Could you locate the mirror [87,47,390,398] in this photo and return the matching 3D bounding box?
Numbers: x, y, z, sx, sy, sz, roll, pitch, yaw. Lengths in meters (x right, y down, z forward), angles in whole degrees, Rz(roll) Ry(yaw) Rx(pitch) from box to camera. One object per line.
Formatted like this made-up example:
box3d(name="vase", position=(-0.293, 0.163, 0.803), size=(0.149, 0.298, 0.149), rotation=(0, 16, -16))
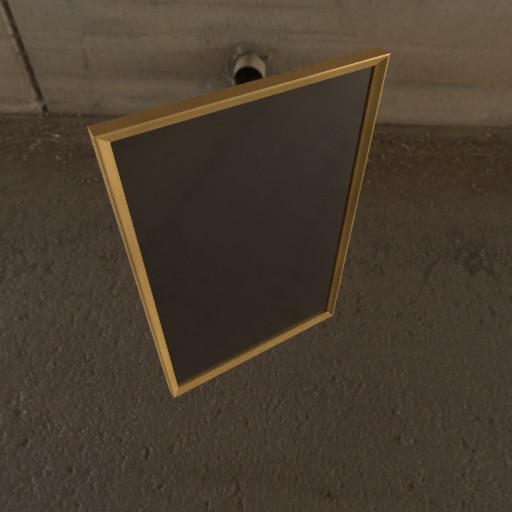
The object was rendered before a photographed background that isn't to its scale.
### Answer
box3d(name="mirror", position=(0.000, 0.000, 1.141), size=(0.609, 0.915, 0.041), rotation=(-23, 51, -20))
